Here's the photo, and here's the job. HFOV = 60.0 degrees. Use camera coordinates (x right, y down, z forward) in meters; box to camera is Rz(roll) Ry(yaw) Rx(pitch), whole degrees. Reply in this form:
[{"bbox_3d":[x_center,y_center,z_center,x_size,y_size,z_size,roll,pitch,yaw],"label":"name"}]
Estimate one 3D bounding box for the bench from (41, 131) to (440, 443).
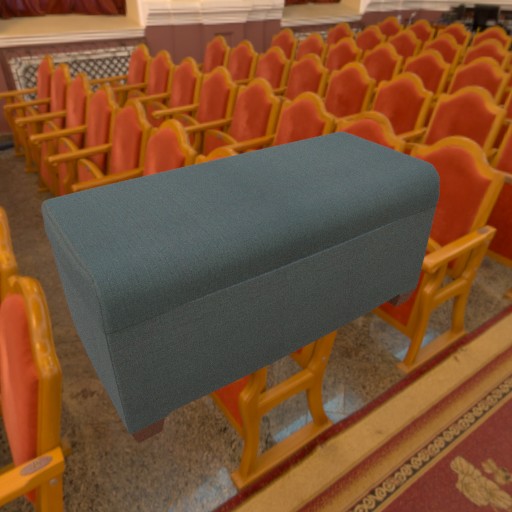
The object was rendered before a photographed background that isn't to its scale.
[{"bbox_3d":[0.000,0.000,1.252,0.995,0.474,0.476,-20,38,-29],"label":"bench"}]
